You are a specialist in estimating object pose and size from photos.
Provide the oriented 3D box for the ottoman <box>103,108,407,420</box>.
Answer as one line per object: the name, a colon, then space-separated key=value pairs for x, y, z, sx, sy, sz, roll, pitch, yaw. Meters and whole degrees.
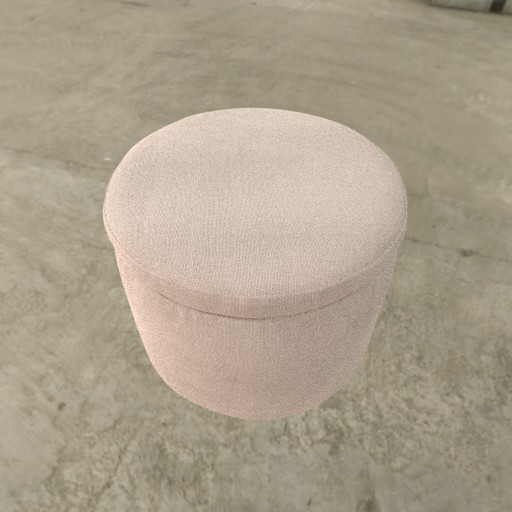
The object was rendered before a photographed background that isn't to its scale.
ottoman: x=0.000 y=0.000 z=0.851 sx=0.497 sy=0.409 sz=0.497 roll=0 pitch=46 yaw=0
